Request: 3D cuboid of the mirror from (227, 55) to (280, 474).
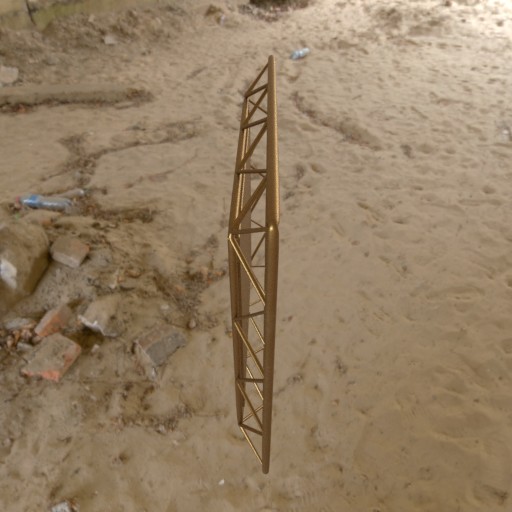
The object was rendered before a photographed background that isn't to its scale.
[{"bbox_3d":[0.000,0.000,0.612,0.046,0.414,0.416,1,40,1],"label":"mirror"}]
